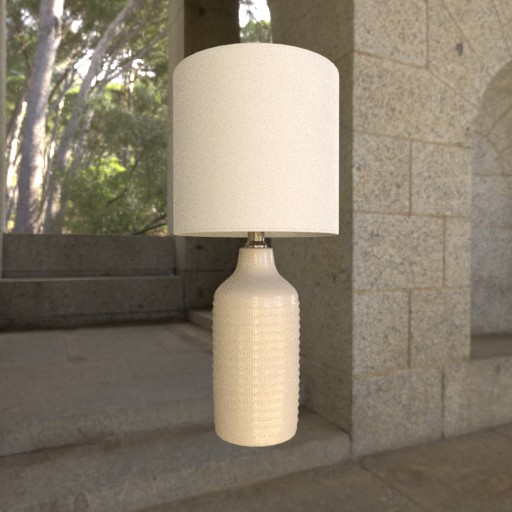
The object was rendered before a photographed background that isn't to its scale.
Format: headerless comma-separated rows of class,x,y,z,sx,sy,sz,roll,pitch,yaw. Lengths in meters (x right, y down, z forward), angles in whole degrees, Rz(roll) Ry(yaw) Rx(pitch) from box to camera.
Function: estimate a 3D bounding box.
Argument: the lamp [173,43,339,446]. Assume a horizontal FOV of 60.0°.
lamp,0.000,0.000,0.603,0.220,0.475,0.220,0,1,35
